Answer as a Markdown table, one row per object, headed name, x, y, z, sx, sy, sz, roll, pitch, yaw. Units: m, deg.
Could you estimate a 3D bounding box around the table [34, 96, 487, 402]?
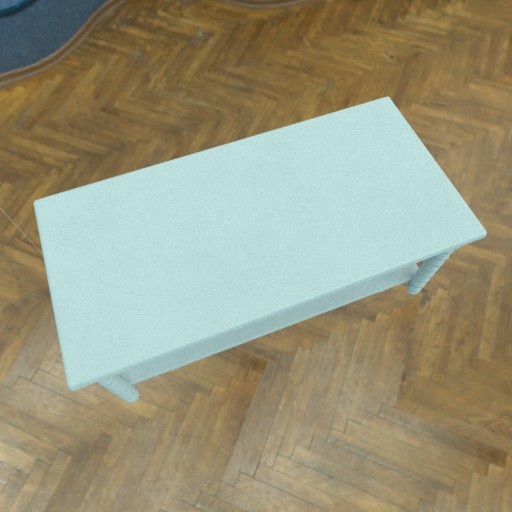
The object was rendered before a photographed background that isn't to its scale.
| name | x | y | z | sx | sy | sz | roll | pitch | yaw |
| --- | --- | --- | --- | --- | --- | --- | --- | --- | --- |
| table | 0.000 | 0.000 | 1.473 | 1.171 | 0.487 | 0.580 | -19 | 64 | -10 |
